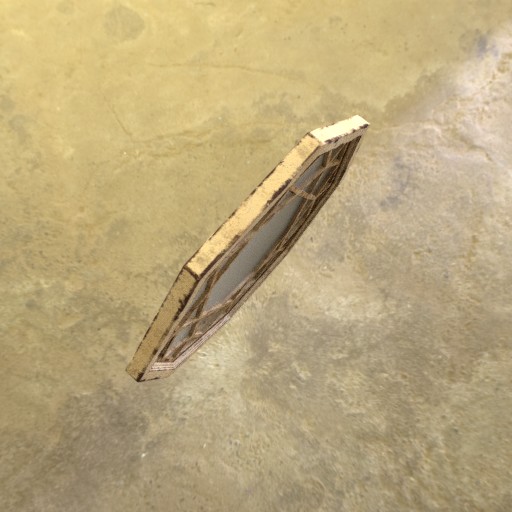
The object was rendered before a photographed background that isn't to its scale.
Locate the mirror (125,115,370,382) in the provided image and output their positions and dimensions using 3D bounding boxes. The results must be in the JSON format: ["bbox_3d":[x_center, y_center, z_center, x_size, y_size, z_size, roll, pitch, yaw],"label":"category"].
[{"bbox_3d":[0.000,0.000,0.943,0.031,0.648,0.648,40,80,9],"label":"mirror"}]
